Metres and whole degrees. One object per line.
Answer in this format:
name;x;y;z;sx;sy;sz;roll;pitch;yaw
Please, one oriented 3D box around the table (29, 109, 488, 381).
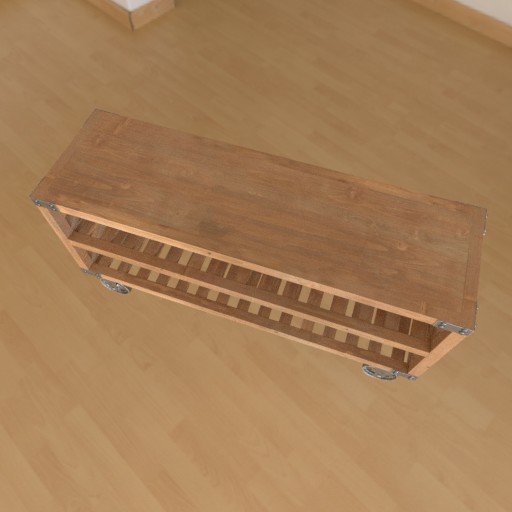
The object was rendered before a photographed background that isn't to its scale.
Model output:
table;0.000;0.000;1.798;1.487;0.711;0.467;17;61;9
